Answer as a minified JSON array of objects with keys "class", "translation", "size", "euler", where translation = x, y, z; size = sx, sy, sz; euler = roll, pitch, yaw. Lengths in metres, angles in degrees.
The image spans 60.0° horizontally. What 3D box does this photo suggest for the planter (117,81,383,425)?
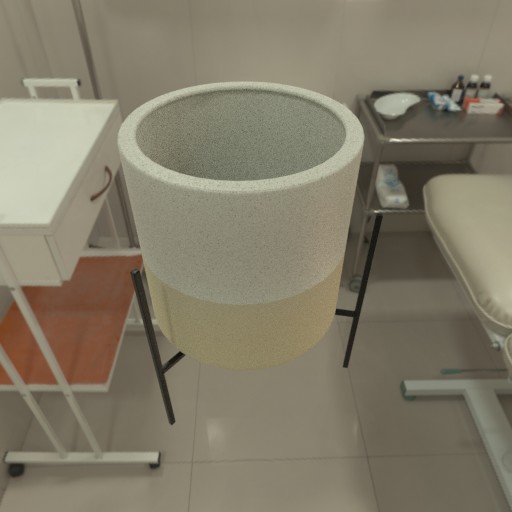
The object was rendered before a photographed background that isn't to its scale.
[{"class":"planter","translation":[0.000,0.000,0.558],"size":[0.267,0.362,0.263],"euler":[-1,41,-1]}]
